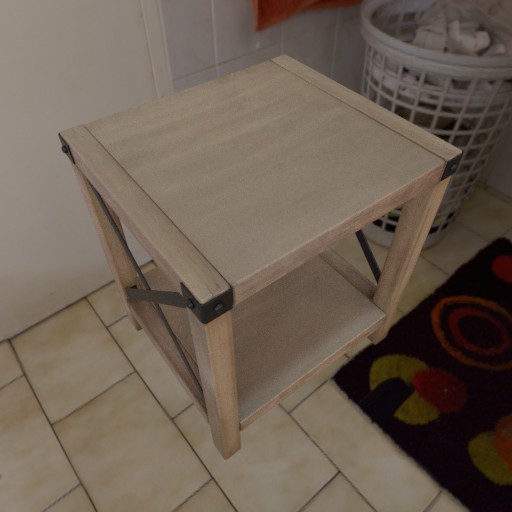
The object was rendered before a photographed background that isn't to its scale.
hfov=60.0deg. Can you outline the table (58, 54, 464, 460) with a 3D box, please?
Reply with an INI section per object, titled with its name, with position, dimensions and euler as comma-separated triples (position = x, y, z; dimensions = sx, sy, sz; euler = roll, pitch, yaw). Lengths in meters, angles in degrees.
[table]
position = 0.000, 0.000, 0.928
dimensions = 0.510, 0.561, 0.459
euler = -29, 54, -24
